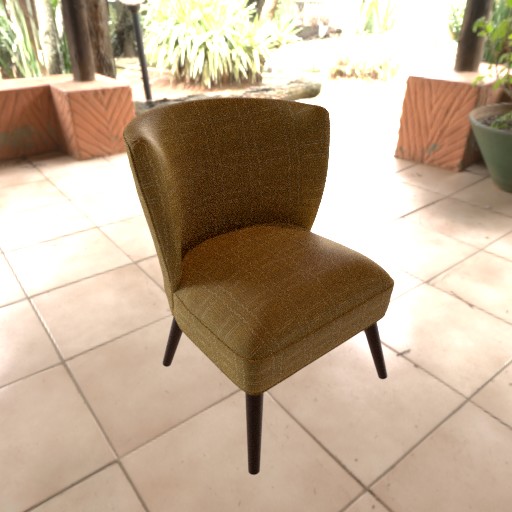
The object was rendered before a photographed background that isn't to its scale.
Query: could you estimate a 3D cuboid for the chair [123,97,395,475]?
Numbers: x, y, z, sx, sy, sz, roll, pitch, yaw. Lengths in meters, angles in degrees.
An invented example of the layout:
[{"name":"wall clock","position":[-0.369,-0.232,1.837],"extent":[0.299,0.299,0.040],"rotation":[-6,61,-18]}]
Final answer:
[{"name":"chair","position":[0.000,0.000,1.440],"extent":[0.706,0.866,0.758],"rotation":[-22,37,-33]}]
